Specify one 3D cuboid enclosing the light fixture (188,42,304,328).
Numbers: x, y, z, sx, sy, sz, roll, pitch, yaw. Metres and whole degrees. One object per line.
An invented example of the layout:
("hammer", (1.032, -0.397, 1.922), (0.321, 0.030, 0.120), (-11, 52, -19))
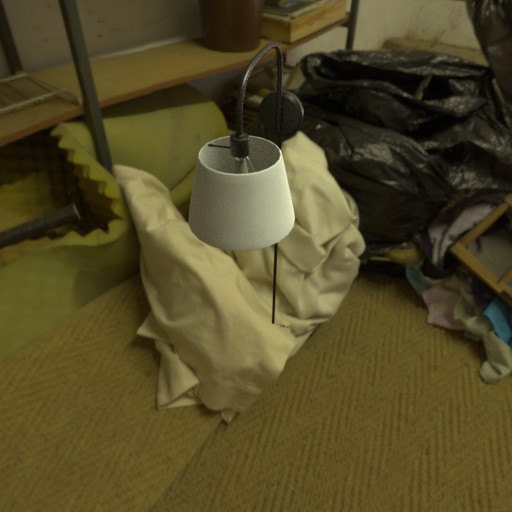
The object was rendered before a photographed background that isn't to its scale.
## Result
("light fixture", (0.000, 0.000, 0.466), (0.092, 0.399, 0.176), (11, 42, 13))
